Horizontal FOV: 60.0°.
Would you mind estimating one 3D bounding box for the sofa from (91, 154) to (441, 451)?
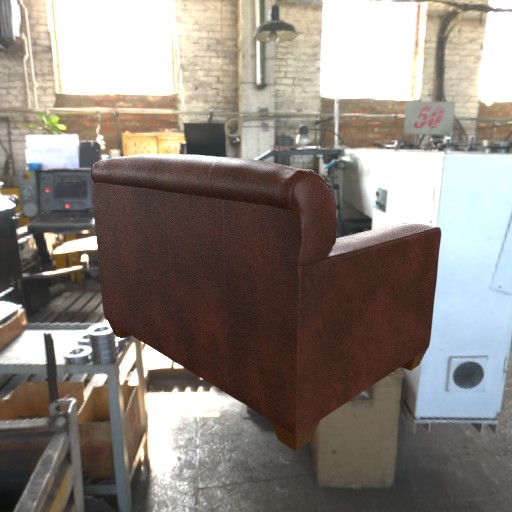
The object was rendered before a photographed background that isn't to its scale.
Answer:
[{"bbox_3d":[0.000,0.000,2.122,1.000,0.956,1.413,-13,19,-42],"label":"sofa"}]
